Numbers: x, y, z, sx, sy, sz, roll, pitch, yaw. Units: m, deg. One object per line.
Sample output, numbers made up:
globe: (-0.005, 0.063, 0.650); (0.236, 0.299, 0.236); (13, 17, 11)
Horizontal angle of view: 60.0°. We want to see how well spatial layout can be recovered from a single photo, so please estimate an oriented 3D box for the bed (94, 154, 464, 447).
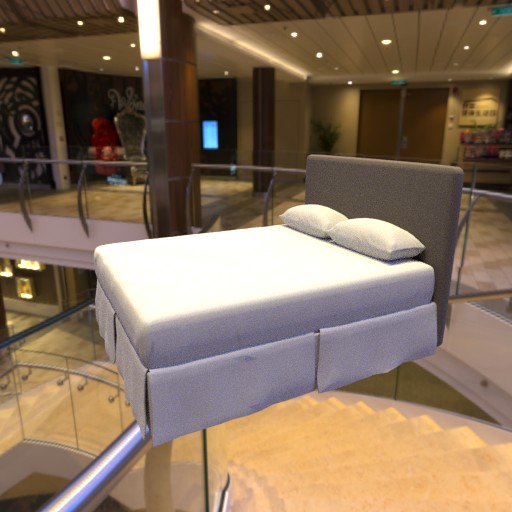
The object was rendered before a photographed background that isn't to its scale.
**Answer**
bed: (0.000, 0.000, 3.226); (2.142, 1.330, 1.748); (-8, 18, -26)
